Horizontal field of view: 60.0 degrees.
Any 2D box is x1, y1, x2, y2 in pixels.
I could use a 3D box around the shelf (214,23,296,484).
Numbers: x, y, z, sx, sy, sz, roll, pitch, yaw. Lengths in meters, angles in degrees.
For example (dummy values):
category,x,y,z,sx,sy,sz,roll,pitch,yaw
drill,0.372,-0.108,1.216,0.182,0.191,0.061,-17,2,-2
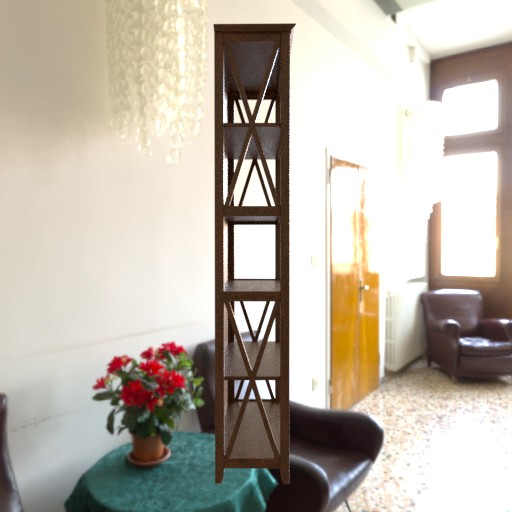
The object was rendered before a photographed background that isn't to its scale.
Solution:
category,x,y,z,sx,sy,sz,roll,pitch,yaw
shelf,0.000,0.000,2.221,0.335,1.905,0.805,0,1,1
